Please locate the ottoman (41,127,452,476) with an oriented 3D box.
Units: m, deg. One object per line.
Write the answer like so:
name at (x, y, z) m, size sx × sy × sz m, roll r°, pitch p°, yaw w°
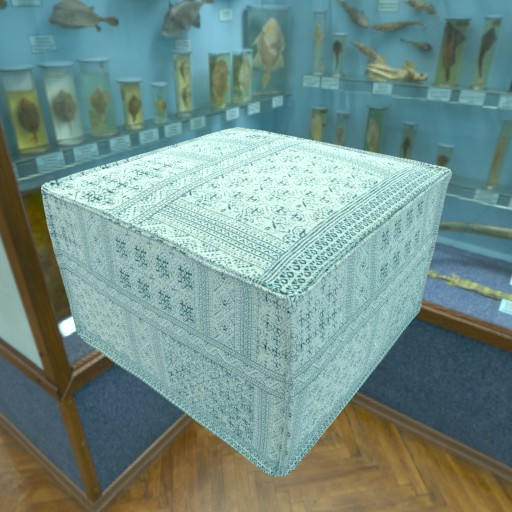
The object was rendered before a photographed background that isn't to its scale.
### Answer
ottoman at (0.000, 0.000, 1.008) m, size 0.617 × 0.439 × 0.626 m, roll 22°, pitch 37°, yaw 33°
